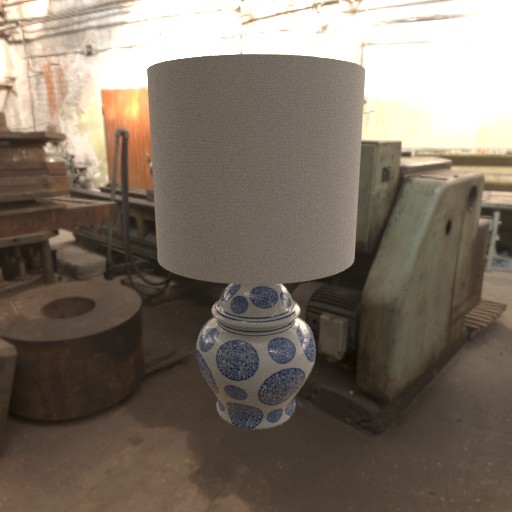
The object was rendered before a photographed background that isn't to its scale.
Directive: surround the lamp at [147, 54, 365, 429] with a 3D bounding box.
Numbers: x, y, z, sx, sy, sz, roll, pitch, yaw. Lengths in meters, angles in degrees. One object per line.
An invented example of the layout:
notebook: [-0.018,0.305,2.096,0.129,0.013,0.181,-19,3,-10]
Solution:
lamp: [0.000,0.000,0.495,0.215,0.381,0.215,8,17,27]
